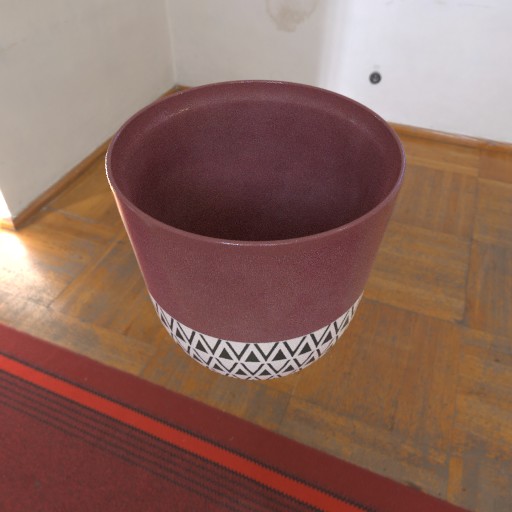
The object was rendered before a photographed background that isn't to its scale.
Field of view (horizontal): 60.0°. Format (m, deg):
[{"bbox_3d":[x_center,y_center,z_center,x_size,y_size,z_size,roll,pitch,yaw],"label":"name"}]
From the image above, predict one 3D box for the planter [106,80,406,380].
[{"bbox_3d":[0.000,0.000,0.370,0.195,0.214,0.195,0,45,0],"label":"planter"}]
